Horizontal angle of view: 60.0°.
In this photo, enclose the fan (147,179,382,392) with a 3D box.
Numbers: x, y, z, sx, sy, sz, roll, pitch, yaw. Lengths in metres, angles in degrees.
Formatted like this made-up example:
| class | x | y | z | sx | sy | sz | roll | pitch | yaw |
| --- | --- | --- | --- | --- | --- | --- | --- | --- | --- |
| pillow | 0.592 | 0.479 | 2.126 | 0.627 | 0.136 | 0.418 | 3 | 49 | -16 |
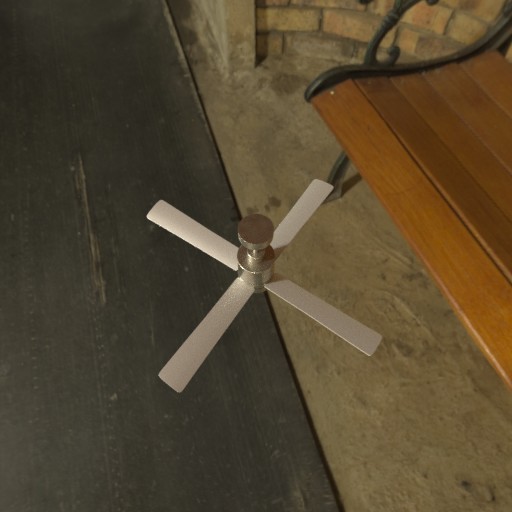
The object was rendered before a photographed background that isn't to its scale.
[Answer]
| class | x | y | z | sx | sy | sz | roll | pitch | yaw |
| --- | --- | --- | --- | --- | --- | --- | --- | --- | --- |
| fan | 0.000 | 0.000 | 2.335 | 1.525 | 0.539 | 1.525 | 32 | 66 | 16 |
